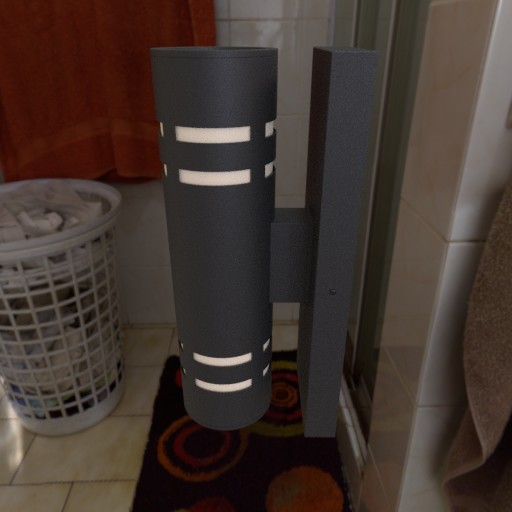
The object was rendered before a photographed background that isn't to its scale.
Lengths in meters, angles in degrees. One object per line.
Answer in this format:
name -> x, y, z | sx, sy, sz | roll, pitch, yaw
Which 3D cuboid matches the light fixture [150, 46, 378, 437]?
light fixture -> 0.000, 0.000, 0.389 | 0.149, 0.330, 0.105 | 0, 27, 0
